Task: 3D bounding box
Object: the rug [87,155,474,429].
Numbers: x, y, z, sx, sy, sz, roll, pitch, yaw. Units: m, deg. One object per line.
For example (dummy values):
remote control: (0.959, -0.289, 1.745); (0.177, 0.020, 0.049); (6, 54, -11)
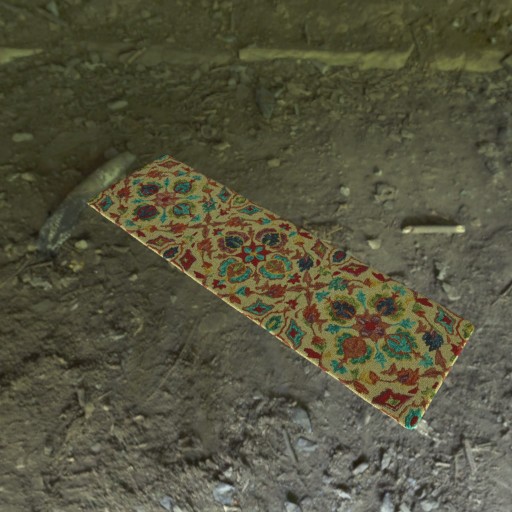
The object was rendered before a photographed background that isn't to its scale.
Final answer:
rug: (0.000, 0.000, 2.512); (2.273, 0.016, 0.693); (32, 55, 26)
